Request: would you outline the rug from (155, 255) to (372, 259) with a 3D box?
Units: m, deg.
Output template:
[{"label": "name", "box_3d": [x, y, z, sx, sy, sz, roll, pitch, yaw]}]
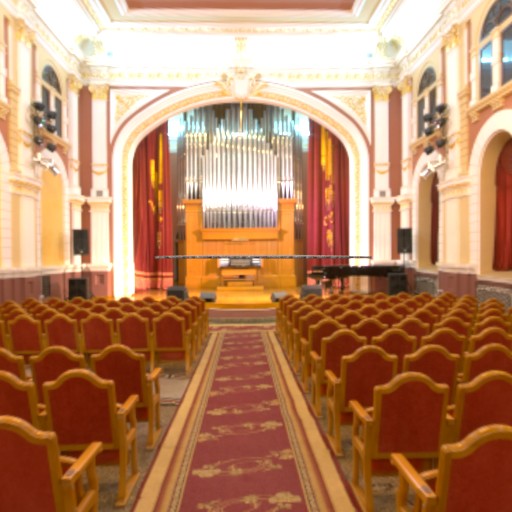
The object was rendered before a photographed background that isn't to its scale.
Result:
[{"label": "rug", "box_3d": [0.000, 0.000, 2.508, 0.686, 0.008, 2.286, 0, 0, -1]}]
